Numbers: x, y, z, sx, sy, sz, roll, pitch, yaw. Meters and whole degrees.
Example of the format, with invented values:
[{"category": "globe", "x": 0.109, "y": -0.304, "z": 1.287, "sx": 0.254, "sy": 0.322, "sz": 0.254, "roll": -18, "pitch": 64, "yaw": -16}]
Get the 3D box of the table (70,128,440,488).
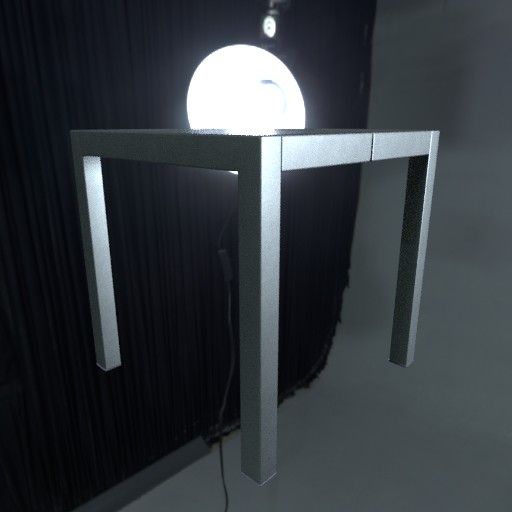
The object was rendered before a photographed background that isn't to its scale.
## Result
[{"category": "table", "x": 0.000, "y": 0.000, "z": 0.929, "sx": 0.508, "sy": 0.508, "sz": 0.508, "roll": 16, "pitch": 23, "yaw": 42}]
